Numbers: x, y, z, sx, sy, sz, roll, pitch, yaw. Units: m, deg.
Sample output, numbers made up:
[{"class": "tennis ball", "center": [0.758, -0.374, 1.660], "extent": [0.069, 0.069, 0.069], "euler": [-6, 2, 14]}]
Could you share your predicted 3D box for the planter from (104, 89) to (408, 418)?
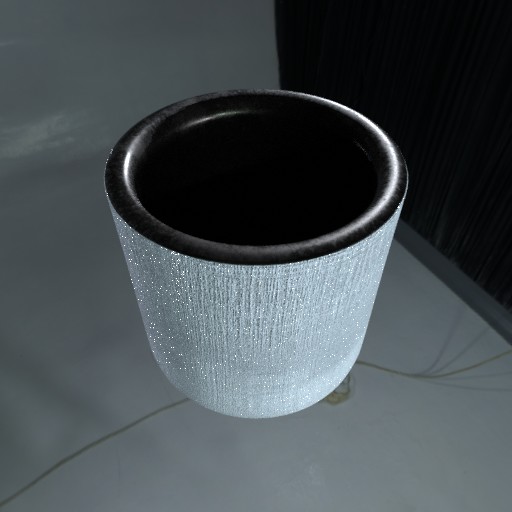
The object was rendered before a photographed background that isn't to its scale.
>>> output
[{"class": "planter", "center": [0.000, 0.000, 0.290], "extent": [0.160, 0.156, 0.160], "euler": [0, 46, 0]}]
